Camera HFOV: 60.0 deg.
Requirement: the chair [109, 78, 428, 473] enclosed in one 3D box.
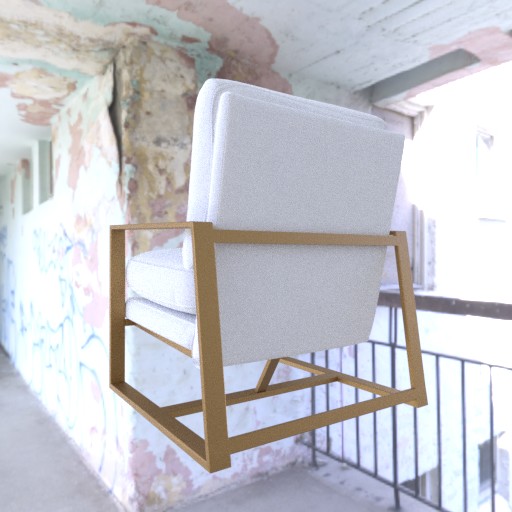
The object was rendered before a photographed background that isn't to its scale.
[{"bbox_3d":[0.000,0.000,1.546,0.805,0.966,0.813,0,0,-35],"label":"chair"}]
